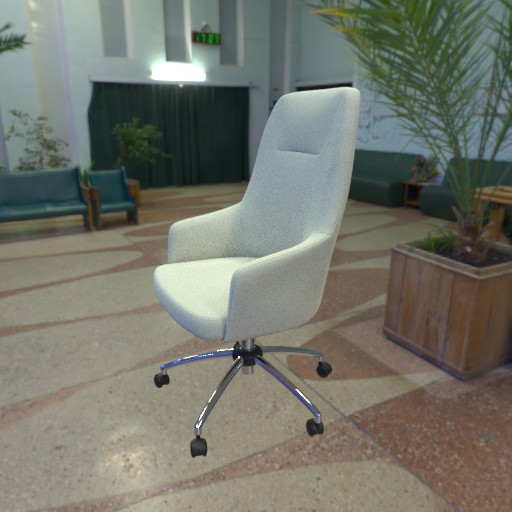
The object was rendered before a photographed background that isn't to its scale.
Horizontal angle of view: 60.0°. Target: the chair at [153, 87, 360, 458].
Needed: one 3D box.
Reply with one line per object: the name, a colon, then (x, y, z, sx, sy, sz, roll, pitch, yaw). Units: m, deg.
chair: (0.000, 0.000, 1.467, 0.640, 1.049, 0.620, -8, 19, -26)
